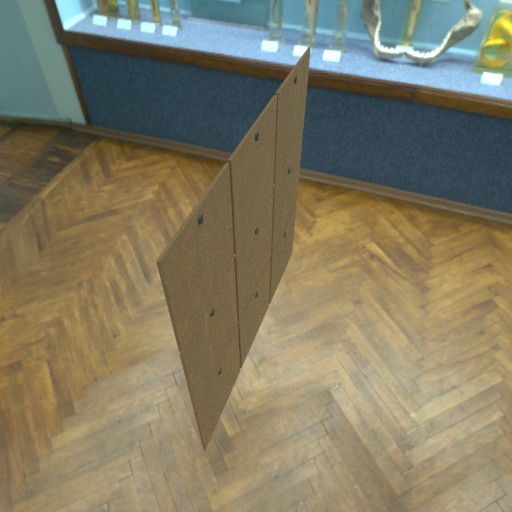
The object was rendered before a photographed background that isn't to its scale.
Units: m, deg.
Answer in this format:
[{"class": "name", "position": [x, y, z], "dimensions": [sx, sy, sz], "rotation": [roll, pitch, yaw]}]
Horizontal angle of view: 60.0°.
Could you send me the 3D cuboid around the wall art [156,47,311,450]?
[{"class": "wall art", "position": [0.000, 0.000, 2.289], "dimensions": [0.023, 1.522, 1.526], "rotation": [16, 50, 14]}]
